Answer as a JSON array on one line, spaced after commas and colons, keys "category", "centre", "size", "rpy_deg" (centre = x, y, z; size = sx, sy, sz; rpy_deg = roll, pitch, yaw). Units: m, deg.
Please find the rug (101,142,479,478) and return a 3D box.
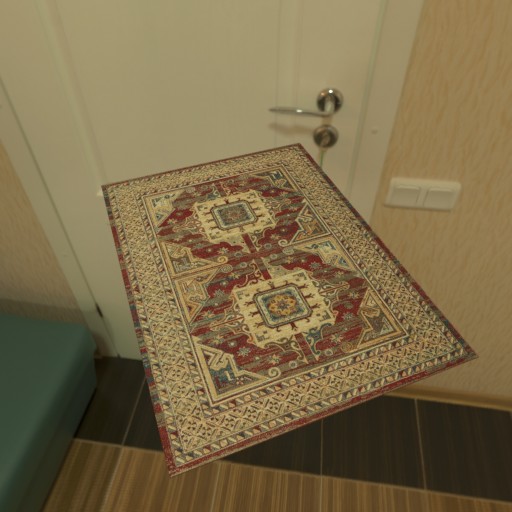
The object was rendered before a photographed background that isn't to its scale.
[{"category": "rug", "centre": [0.000, 0.000, 4.089], "size": [2.381, 0.013, 3.197], "rpy_deg": [-16, 48, -14]}]
